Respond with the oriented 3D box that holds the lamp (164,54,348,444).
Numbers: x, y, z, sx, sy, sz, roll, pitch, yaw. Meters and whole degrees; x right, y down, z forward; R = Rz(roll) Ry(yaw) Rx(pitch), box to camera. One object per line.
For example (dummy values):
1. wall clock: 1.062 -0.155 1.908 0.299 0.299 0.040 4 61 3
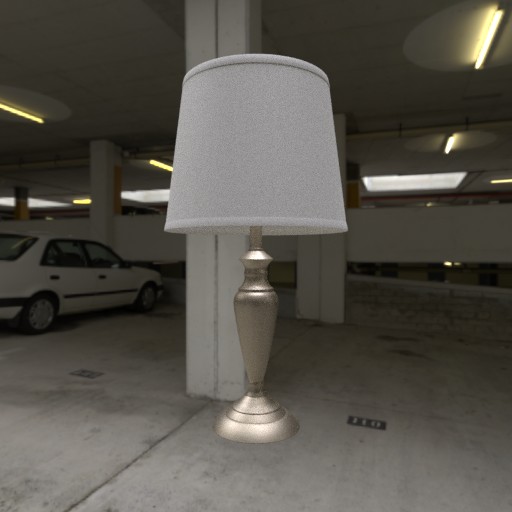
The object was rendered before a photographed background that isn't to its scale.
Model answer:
1. lamp: 0.000 0.000 0.809 0.328 0.619 0.328 0 0 0
